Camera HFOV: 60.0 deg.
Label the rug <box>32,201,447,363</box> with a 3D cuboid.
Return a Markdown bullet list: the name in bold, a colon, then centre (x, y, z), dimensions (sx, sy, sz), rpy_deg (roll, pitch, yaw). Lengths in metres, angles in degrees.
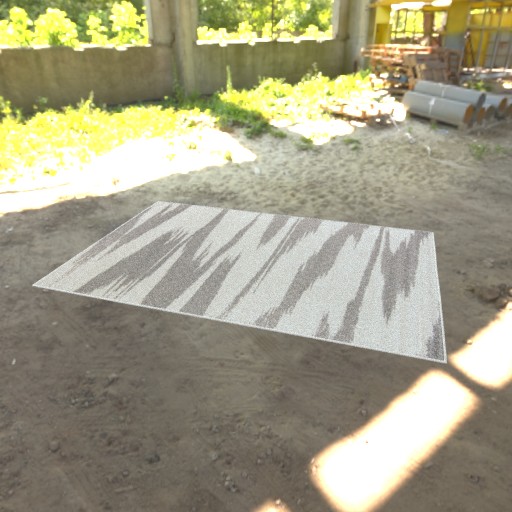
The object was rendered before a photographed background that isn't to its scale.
- **rug**: centre (0.000, 0.000, 2.357), dimensions (1.827, 0.008, 1.225), rpy_deg (8, 28, 16)
